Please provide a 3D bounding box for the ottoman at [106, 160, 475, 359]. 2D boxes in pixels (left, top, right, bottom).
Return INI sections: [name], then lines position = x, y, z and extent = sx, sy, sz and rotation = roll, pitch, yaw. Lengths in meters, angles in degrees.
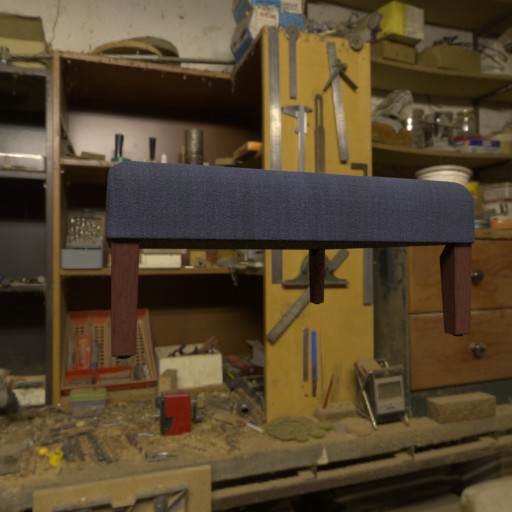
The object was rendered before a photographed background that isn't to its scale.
[ottoman]
position = 0.000, 0.000, 1.402
extent = 0.889, 0.411, 0.890
rotation = 0, 0, -18
